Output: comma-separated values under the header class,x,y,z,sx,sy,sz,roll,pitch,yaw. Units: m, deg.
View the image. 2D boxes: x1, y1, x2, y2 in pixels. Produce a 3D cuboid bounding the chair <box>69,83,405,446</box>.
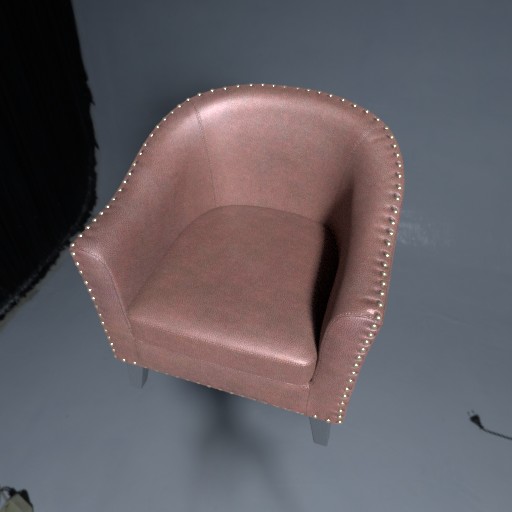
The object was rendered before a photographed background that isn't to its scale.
class,x,y,z,sx,sy,sz,roll,pitch,yaw
chair,0.000,0.000,1.414,0.794,0.823,0.748,12,44,13
